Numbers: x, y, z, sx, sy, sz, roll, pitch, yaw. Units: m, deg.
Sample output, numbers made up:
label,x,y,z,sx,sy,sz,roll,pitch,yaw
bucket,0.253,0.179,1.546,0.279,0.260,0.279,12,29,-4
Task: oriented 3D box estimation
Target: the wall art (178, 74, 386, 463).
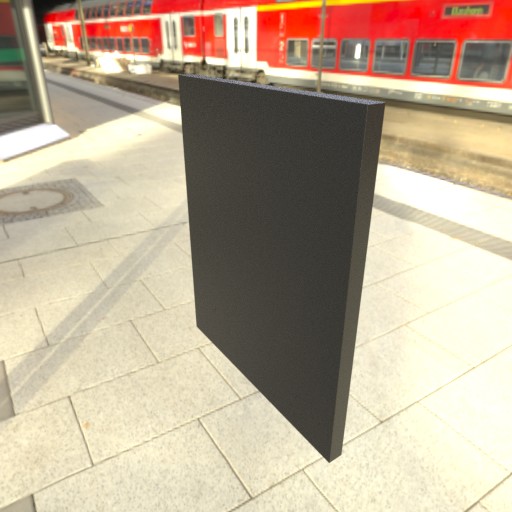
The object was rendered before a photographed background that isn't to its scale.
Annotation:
label,x,y,z,sx,sy,sz,roll,pitch,yaw
wall art,0.000,0.000,0.770,0.028,0.557,0.457,-17,31,-31
